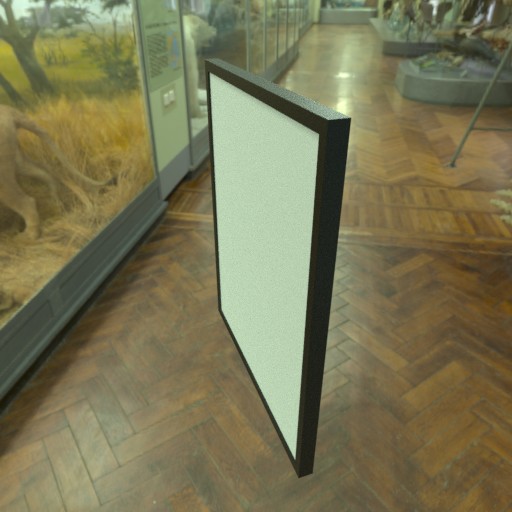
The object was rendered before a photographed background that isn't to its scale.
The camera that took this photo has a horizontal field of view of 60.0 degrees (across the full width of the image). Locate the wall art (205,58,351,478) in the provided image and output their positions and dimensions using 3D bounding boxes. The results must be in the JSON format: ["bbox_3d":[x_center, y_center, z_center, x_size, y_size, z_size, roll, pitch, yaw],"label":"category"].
[{"bbox_3d":[0.000,0.000,0.530,0.018,0.397,0.325,-11,33,-17],"label":"wall art"}]
